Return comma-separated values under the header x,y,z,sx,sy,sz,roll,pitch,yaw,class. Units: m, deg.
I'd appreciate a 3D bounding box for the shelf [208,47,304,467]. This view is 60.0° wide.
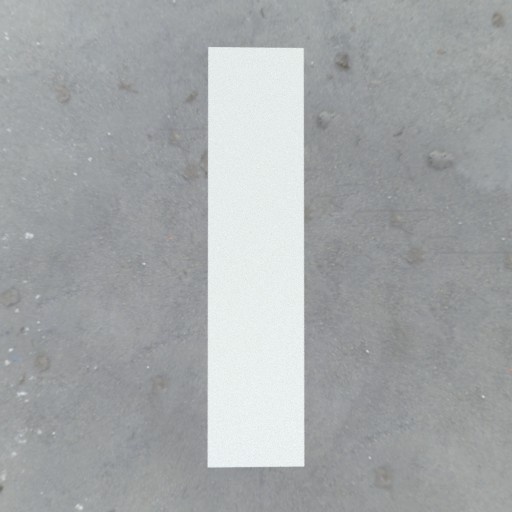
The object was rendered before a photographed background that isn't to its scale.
x,y,z,sx,sy,sz,roll,pitch,yaw,class
0.000,0.000,0.654,0.140,0.020,0.610,0,89,-1,shelf
